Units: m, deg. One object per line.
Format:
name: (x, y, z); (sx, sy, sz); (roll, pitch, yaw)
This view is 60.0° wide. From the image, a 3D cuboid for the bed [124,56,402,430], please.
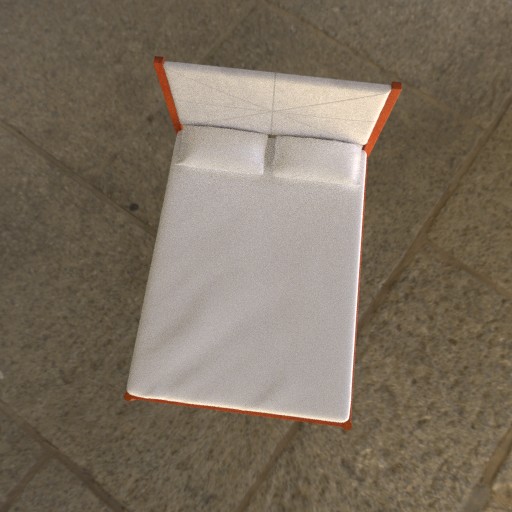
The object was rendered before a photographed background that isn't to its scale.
bed: (0.000, 0.000, 3.039); (1.566, 1.165, 2.117); (7, 74, 2)
